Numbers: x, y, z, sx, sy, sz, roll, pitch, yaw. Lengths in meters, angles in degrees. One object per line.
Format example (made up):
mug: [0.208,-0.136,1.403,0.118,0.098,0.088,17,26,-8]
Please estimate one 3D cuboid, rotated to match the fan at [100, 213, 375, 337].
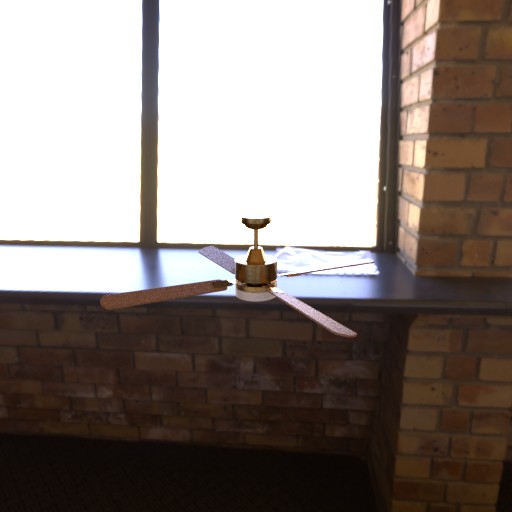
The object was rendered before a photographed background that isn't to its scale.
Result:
fan: [0.000,0.000,1.939,1.320,0.355,1.320,-7,16,-26]
